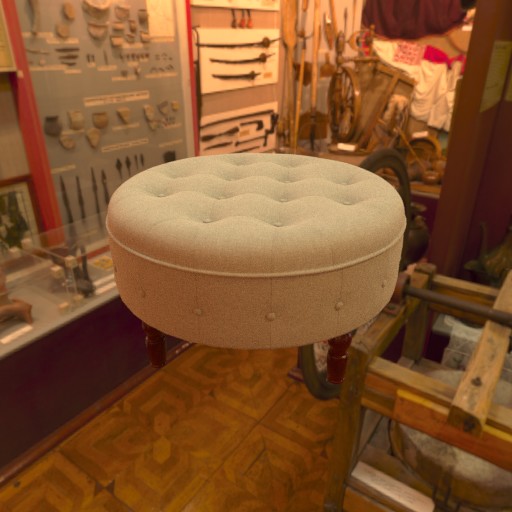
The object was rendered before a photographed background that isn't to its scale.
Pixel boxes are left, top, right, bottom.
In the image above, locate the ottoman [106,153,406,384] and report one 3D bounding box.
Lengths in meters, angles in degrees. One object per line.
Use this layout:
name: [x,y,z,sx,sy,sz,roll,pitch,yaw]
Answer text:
ottoman: [0.000,0.000,1.380,0.849,0.478,0.849,0,26,0]
